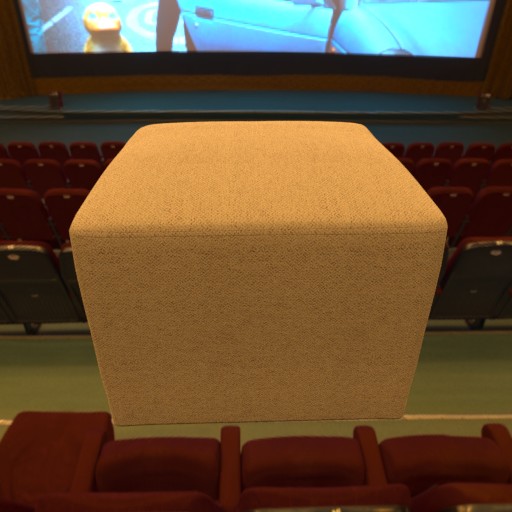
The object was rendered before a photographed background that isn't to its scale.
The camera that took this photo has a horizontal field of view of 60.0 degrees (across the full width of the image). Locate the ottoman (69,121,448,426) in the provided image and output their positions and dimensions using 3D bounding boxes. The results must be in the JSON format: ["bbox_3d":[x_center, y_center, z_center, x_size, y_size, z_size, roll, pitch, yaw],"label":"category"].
[{"bbox_3d":[0.000,0.000,0.889,0.521,0.453,0.512,-1,31,-2],"label":"ottoman"}]
